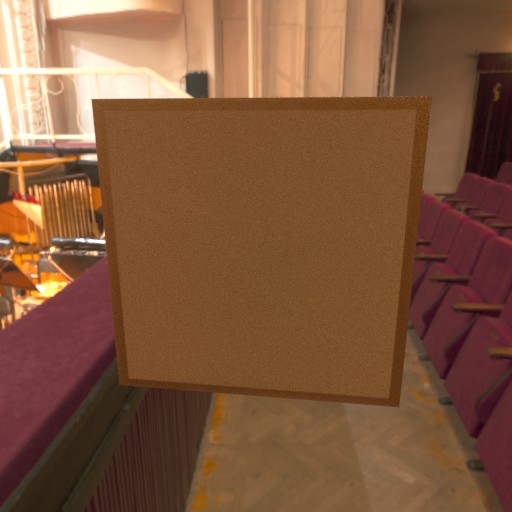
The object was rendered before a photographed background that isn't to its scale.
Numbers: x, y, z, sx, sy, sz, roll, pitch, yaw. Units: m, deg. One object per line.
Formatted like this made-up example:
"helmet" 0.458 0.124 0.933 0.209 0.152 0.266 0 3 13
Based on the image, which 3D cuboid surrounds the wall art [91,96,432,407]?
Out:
"wall art" 0.000 0.000 0.455 0.306 0.305 0.038 2 17 7
